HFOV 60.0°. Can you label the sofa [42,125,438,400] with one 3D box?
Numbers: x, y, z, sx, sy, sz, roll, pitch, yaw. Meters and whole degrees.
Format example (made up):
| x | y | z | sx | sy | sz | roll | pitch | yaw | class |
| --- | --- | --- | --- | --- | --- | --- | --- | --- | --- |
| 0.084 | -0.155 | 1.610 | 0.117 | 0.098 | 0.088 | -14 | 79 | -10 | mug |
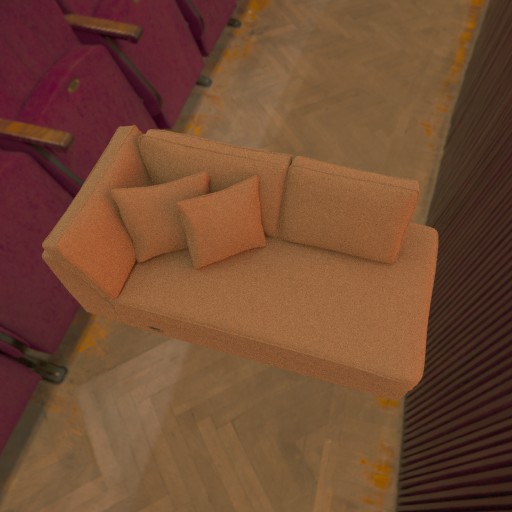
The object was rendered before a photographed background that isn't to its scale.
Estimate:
| x | y | z | sx | sy | sz | roll | pitch | yaw | class |
| --- | --- | --- | --- | --- | --- | --- | --- | --- | --- |
| 0.000 | 0.000 | 2.839 | 2.237 | 1.033 | 1.110 | 14 | 60 | 8 | sofa |
